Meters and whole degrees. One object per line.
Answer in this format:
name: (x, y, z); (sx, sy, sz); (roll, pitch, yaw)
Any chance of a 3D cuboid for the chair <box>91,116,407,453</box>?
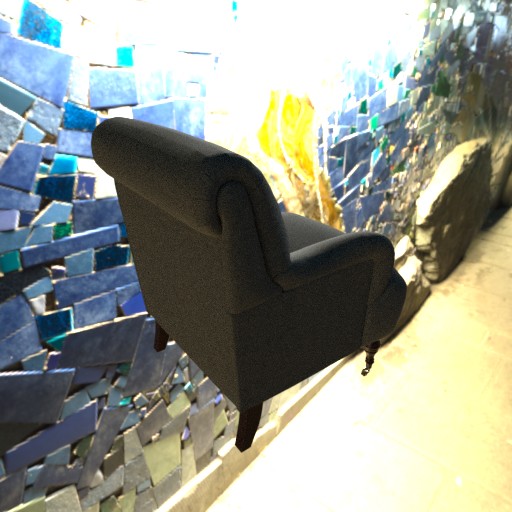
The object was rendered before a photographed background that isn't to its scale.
chair: (0.000, 0.000, 1.567); (0.843, 0.942, 0.766); (-17, 31, -32)
